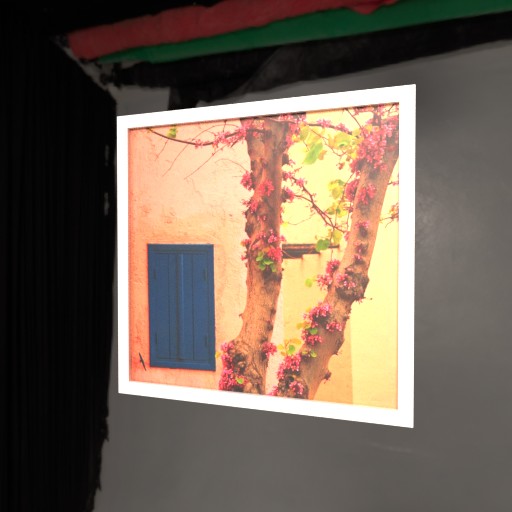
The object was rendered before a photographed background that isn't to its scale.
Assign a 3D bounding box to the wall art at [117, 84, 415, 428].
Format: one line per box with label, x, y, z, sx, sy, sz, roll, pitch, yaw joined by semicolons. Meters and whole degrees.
wall art;0.000;0.000;0.455;0.305;0.302;0.038;0;1;18
